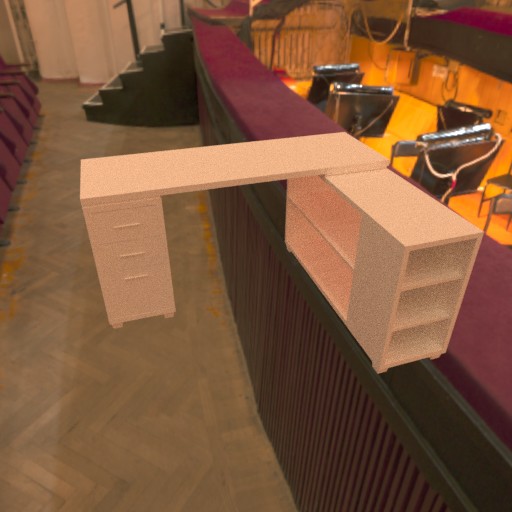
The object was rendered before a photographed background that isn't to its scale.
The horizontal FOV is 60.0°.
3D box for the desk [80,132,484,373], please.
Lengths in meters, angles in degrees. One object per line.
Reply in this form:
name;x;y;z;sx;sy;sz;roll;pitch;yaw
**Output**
desk;0.000;0.000;2.227;1.524;0.759;1.199;-10;34;-15
